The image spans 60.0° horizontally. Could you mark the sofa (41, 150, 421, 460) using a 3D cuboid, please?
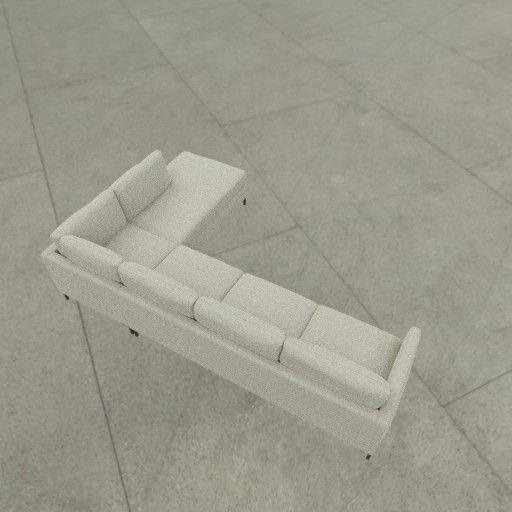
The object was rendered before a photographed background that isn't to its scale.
[{"bbox_3d":[0.000,0.000,3.833,2.949,0.815,2.007,22,51,19],"label":"sofa"}]
